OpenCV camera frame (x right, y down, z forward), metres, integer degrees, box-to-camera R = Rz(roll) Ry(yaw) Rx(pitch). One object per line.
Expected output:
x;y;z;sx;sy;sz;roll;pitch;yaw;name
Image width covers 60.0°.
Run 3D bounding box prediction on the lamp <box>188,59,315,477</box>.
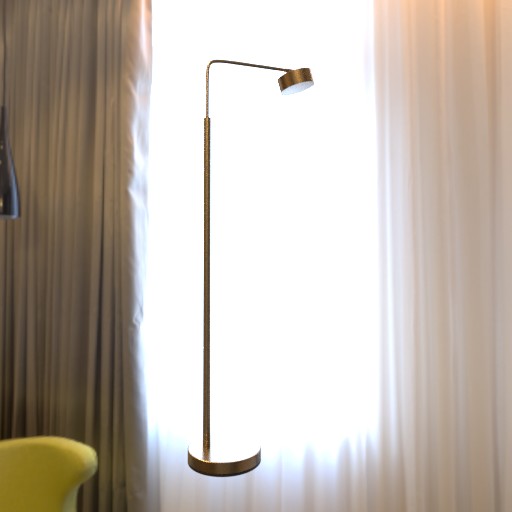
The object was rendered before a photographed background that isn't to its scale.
0.000;0.000;1.377;0.418;1.230;0.219;0;-1;-17;lamp
